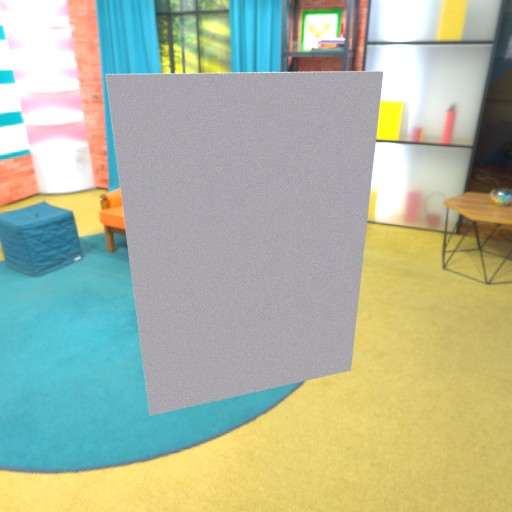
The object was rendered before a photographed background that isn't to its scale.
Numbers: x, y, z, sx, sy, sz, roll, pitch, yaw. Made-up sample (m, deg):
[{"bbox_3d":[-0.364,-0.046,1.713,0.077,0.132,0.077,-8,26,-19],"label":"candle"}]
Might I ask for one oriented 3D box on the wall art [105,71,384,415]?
[{"bbox_3d":[0.000,0.000,0.697,0.381,0.533,0.013,-8,25,-16],"label":"wall art"}]
